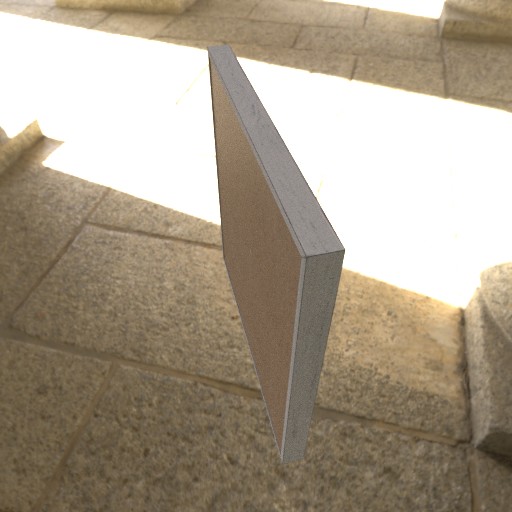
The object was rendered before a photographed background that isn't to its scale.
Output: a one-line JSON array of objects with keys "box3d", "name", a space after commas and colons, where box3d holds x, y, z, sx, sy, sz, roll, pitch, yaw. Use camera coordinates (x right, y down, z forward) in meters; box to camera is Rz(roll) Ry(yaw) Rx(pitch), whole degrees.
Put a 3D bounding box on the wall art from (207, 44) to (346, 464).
[{"box3d": [0.000, 0.000, 0.754, 0.038, 0.508, 0.508, -10, 46, -10], "name": "wall art"}]
